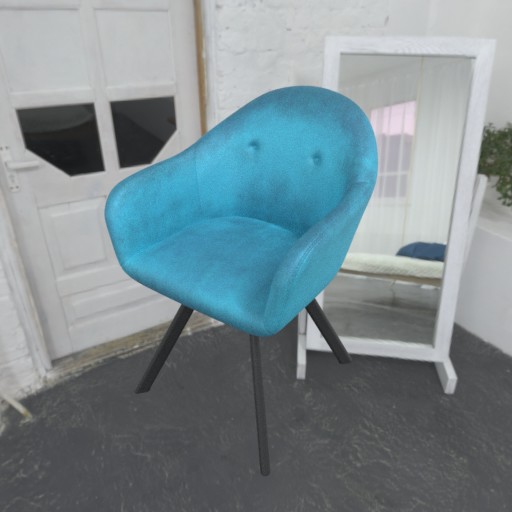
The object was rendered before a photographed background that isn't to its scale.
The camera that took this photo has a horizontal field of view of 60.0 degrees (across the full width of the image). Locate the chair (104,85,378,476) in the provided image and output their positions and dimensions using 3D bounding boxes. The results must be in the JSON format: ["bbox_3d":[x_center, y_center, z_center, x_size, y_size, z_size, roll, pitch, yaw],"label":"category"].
[{"bbox_3d":[0.000,0.000,1.164,0.540,0.780,0.570,19,35,30],"label":"chair"}]
